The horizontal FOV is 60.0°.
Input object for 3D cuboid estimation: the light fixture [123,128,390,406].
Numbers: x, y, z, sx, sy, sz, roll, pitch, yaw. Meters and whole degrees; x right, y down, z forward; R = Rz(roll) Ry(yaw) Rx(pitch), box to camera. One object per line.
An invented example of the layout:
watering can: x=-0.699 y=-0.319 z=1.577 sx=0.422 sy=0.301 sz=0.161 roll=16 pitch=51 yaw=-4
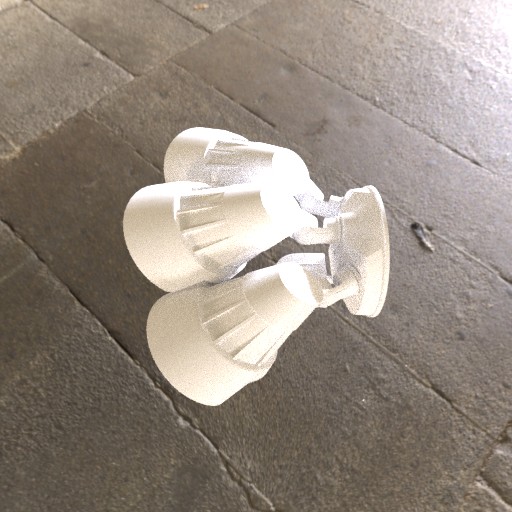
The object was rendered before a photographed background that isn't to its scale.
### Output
light fixture: x=0.000 y=0.000 z=0.546 sx=0.278 sy=0.237 sz=0.369 roll=-1 pitch=59 yaw=-1
